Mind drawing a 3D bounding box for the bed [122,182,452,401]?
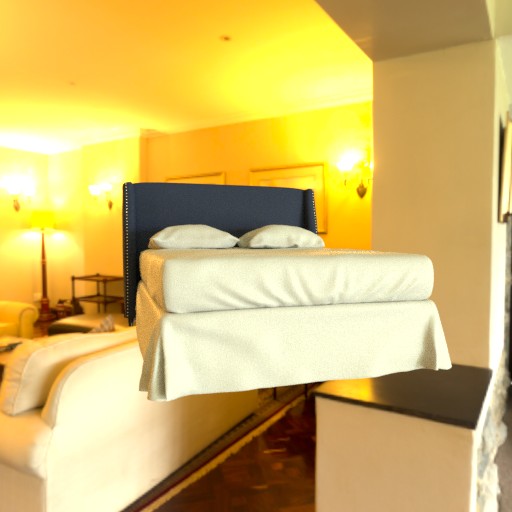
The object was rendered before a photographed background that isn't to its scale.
[{"bbox_3d":[0.000,0.000,3.398,1.925,1.332,2.276,-1,2,-18],"label":"bed"}]
